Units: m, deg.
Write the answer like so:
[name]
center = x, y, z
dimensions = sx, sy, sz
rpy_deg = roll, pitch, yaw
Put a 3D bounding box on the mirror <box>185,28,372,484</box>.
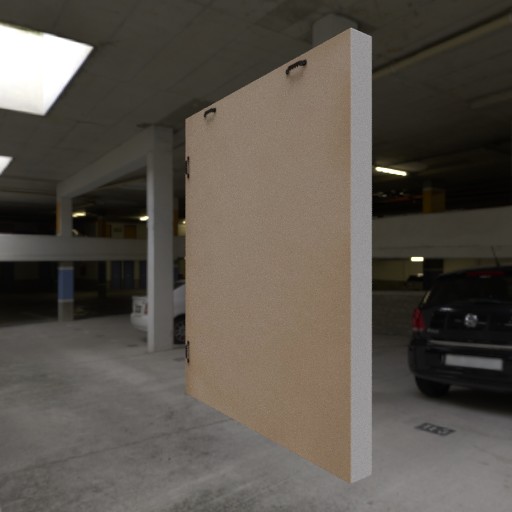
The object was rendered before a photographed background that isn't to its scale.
[mirror]
center = 0.000, 0.000, 0.666
dimensions = 0.041, 0.508, 0.405
rpy_deg = 0, 0, -36
